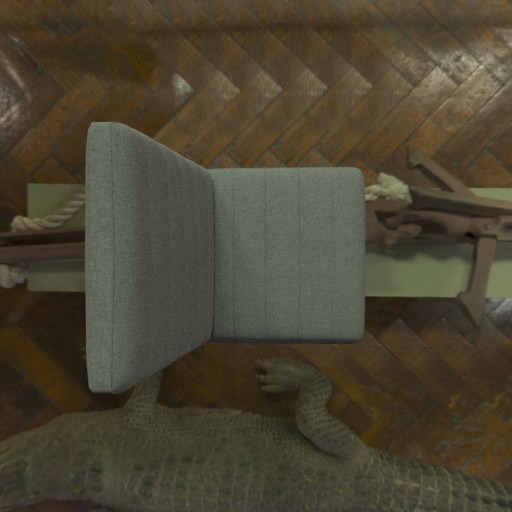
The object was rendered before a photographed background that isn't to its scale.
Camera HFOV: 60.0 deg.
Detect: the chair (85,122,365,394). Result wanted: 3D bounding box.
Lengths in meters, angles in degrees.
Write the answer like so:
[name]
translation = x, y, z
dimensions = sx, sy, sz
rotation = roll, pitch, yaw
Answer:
[chair]
translation = 0.000, 0.000, 1.263
dimensions = 0.634, 0.930, 0.520
rotation = 0, 91, 0
